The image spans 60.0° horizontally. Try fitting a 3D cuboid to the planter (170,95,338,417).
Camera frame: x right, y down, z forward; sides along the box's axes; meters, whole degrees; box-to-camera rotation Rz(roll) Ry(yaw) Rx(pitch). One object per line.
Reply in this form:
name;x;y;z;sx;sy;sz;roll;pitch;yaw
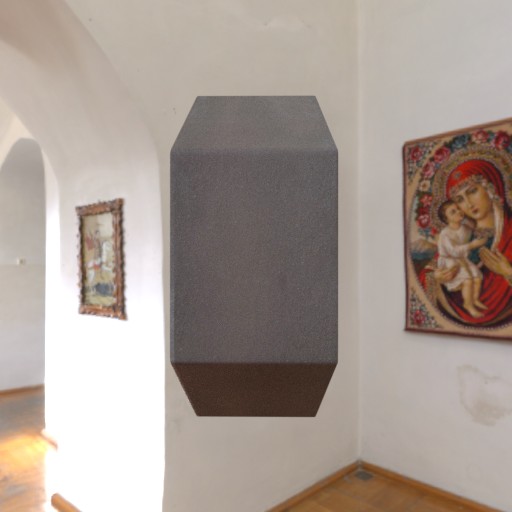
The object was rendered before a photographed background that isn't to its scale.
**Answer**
planter;0.000;0.000;0.286;0.077;0.206;0.169;0;0;1
